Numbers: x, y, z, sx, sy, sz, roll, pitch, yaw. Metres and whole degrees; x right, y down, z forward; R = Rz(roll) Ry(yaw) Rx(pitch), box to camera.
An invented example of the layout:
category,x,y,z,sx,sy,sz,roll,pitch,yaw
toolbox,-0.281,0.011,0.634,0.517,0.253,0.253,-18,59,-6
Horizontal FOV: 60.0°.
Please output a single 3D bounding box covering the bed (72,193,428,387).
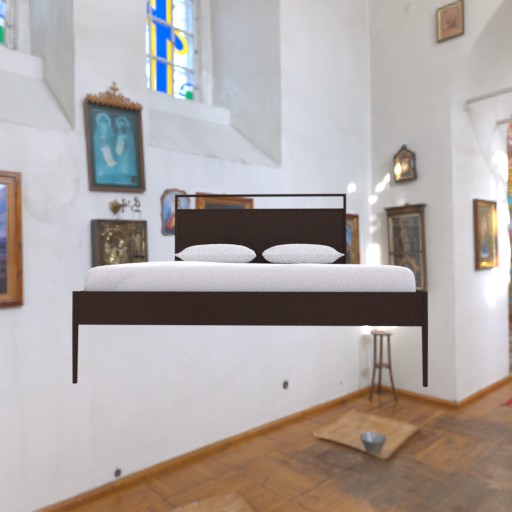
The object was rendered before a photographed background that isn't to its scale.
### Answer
category,x,y,z,sx,sy,sz,roll,pitch,yaw
bed,0.000,0.000,3.011,1.572,1.173,2.122,0,-1,2
